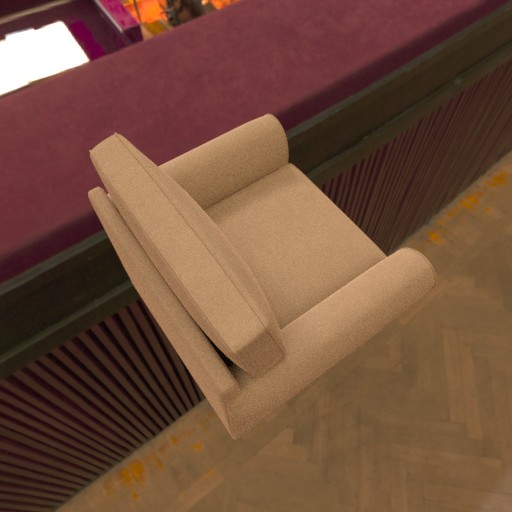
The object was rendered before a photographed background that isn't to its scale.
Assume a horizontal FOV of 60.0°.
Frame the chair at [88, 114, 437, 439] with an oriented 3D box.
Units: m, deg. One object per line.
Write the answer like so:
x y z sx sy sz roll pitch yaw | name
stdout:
0.000 0.000 1.738 0.863 0.955 1.040 -32 64 -18 | chair
